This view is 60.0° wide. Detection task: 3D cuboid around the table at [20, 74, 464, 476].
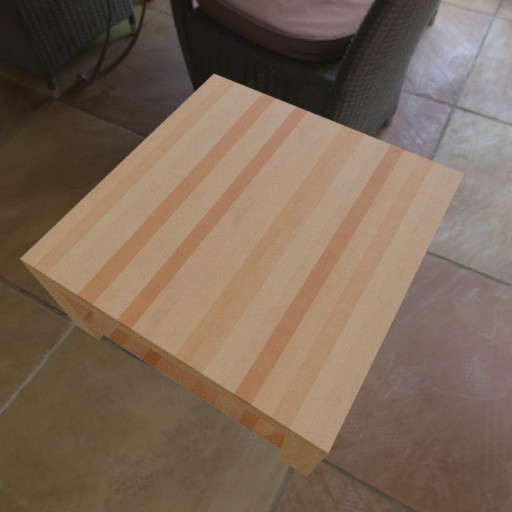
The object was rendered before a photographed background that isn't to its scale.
[{"bbox_3d":[0.000,0.000,1.429,0.900,0.450,0.900,27,62,16],"label":"table"}]
